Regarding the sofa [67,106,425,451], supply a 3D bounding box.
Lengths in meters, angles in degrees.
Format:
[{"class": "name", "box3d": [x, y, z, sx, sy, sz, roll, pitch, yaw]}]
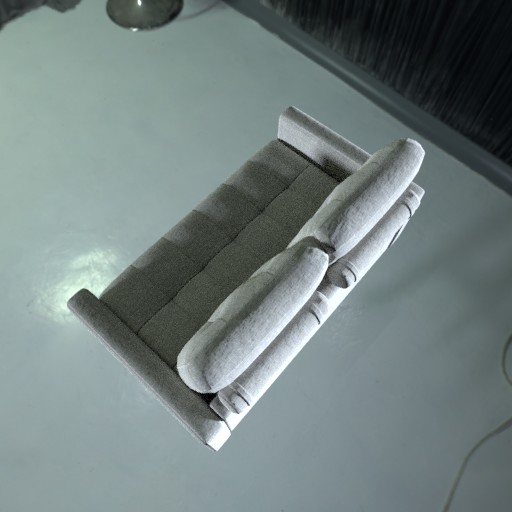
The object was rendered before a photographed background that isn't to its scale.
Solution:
[{"class": "sofa", "box3d": [0.000, 0.000, 1.954, 0.842, 0.907, 1.407, 38, 70, 17]}]
